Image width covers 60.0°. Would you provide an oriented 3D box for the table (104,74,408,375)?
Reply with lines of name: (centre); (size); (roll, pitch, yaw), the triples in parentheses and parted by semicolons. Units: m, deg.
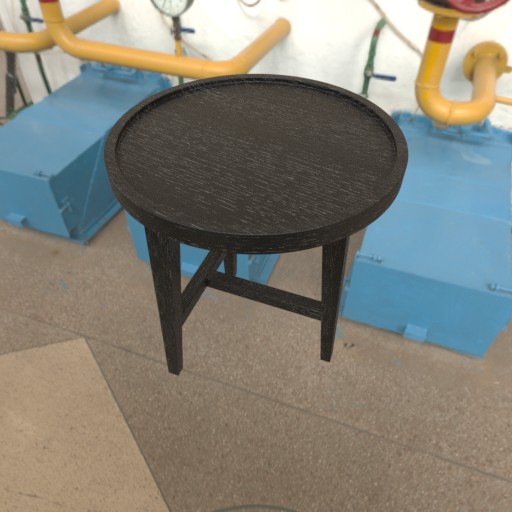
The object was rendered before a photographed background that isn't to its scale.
table: (0.000, 0.000, 0.759); (0.399, 0.460, 0.399); (0, 45, 0)
